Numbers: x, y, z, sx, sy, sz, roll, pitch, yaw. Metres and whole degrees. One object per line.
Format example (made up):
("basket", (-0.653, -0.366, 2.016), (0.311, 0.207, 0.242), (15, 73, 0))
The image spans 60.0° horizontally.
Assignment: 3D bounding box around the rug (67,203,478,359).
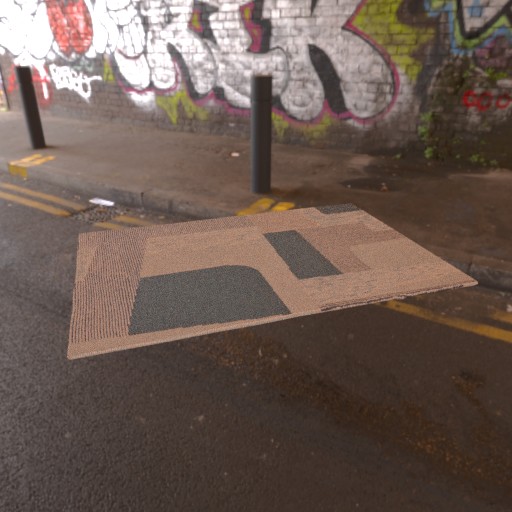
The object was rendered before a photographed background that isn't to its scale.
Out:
("rug", (0.000, 0.000, 2.402), (1.847, 0.020, 1.238), (-8, 27, -16))
